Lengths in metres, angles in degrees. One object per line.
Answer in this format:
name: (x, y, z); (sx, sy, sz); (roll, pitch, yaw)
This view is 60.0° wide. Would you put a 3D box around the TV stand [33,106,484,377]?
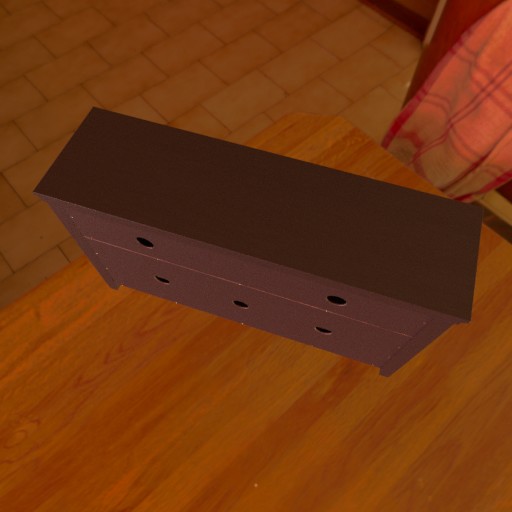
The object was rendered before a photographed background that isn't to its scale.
TV stand: (0.000, 0.000, 1.522); (1.198, 0.681, 0.347); (16, 64, 8)
